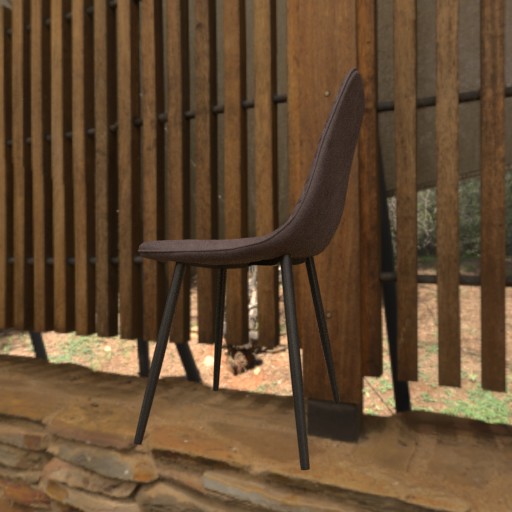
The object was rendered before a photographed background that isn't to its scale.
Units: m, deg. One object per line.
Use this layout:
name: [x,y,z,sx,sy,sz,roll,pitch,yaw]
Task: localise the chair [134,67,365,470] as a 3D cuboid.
chair: [0.000,0.000,1.192,0.561,0.889,0.472,0,0,19]
